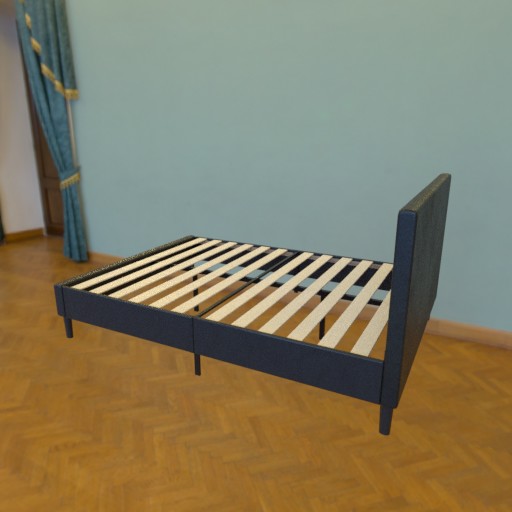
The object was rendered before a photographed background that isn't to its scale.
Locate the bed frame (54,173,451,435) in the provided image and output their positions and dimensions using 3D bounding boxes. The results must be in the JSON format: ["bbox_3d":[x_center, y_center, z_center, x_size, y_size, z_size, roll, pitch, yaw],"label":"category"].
[{"bbox_3d":[0.000,0.000,2.930,2.152,1.046,1.469,8,19,26],"label":"bed frame"}]
